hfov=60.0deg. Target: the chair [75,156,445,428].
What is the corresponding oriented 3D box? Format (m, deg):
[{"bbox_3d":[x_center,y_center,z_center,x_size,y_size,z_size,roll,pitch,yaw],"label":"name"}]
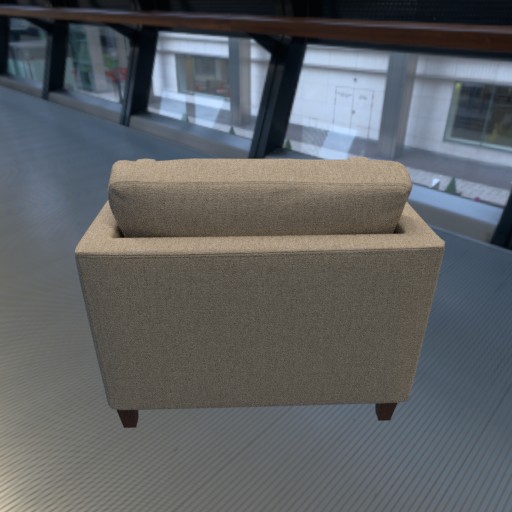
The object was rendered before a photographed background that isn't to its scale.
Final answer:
[{"bbox_3d":[0.000,0.000,1.814,1.107,0.961,0.959,-1,29,-2],"label":"chair"}]
